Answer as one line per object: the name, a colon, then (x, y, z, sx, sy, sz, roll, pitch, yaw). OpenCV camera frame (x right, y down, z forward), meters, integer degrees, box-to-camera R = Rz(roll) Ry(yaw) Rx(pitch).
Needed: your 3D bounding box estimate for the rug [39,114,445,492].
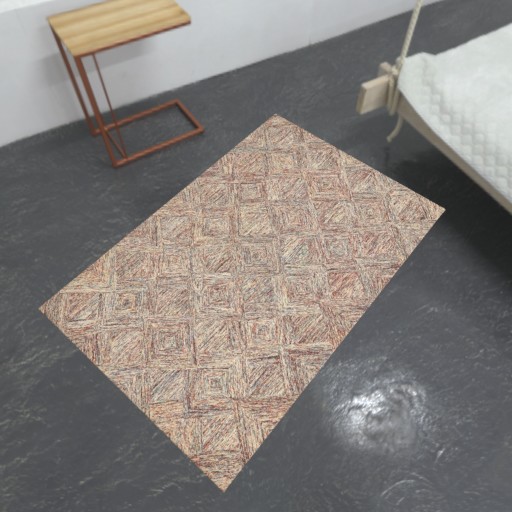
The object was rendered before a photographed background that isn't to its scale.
rug: (0.000, 0.000, 2.889, 1.523, 0.019, 2.285, 36, 64, 20)
